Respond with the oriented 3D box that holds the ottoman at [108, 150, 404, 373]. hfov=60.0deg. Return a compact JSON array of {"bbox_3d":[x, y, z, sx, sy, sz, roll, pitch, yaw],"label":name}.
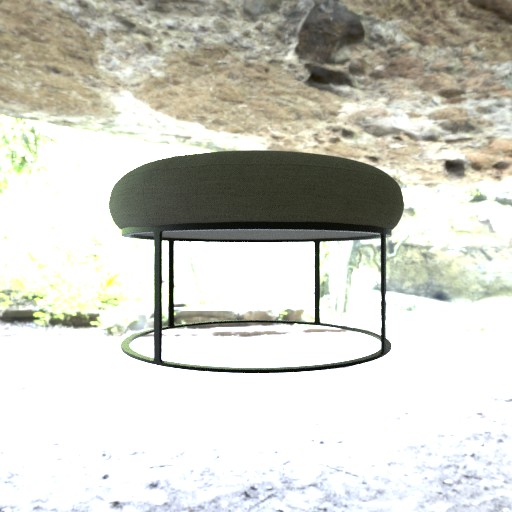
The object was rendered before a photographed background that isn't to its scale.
[{"bbox_3d":[0.000,0.000,1.209,0.769,0.459,0.769,0,0,0],"label":"ottoman"}]
